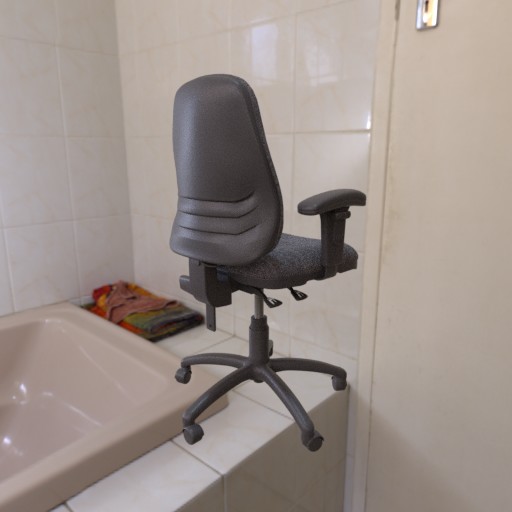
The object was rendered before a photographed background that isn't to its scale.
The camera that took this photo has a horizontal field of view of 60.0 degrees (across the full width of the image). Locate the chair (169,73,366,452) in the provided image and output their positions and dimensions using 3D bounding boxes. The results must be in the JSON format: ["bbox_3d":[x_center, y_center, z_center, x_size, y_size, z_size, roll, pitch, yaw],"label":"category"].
[{"bbox_3d":[0.000,0.000,1.232,0.550,0.910,0.530,13,19,43],"label":"chair"}]
